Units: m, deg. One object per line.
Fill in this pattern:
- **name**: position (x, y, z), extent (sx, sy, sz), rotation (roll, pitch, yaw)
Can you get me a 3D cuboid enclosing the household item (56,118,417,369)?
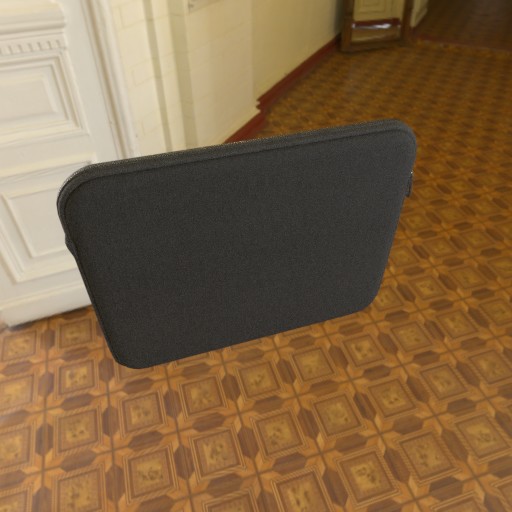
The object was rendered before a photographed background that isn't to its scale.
- **household item**: position (0.000, 0.000, 0.535), extent (0.396, 0.305, 0.030), rotation (-12, 44, -13)
